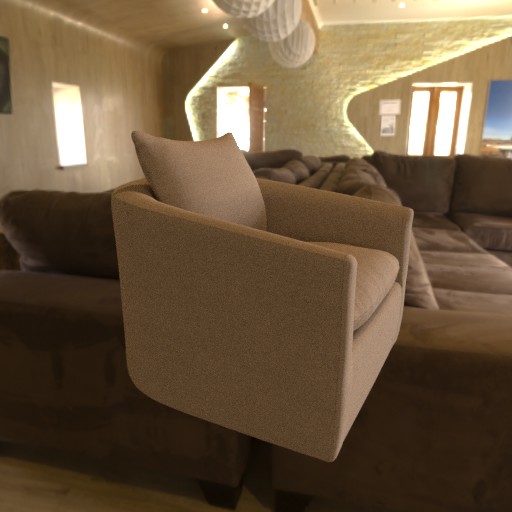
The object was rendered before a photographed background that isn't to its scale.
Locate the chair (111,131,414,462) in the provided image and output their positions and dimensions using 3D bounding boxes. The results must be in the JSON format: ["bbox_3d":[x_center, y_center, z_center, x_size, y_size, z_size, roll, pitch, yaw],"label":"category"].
[{"bbox_3d":[0.000,0.000,1.553,0.910,0.848,0.845,8,17,27],"label":"chair"}]
